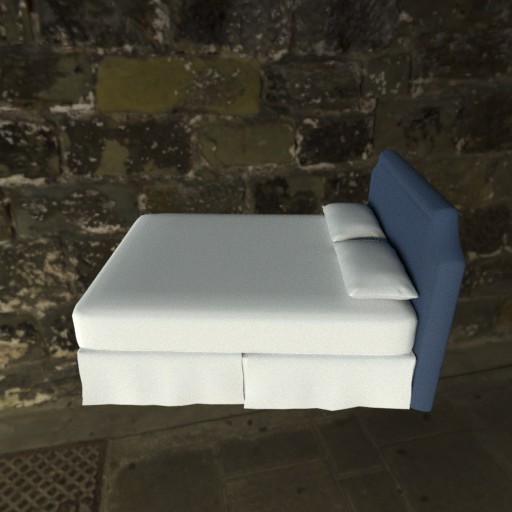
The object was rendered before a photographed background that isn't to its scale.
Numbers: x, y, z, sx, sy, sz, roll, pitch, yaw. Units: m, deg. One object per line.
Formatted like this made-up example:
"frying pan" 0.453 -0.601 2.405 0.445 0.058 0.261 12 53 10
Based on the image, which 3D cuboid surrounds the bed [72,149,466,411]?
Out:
"bed" 0.000 0.000 3.317 2.260 1.297 1.831 1 27 1
